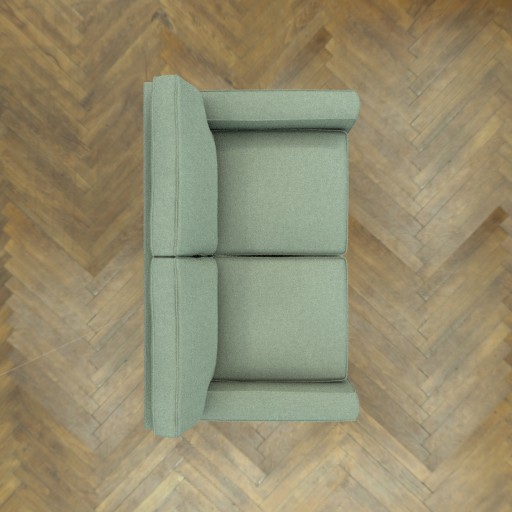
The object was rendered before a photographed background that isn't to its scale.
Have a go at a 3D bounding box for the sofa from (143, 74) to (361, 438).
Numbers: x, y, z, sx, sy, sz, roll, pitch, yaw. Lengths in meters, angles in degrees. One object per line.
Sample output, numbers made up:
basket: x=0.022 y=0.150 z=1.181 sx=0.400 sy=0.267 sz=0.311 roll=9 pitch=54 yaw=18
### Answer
sofa: x=0.000 y=0.000 z=2.102 sx=0.940 sy=0.853 sz=1.484 roll=0 pitch=91 yaw=1
